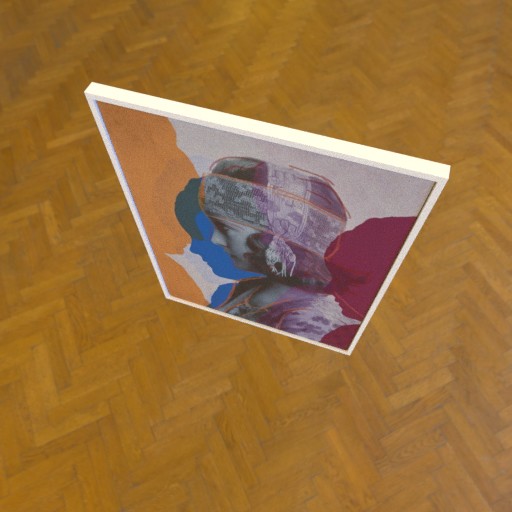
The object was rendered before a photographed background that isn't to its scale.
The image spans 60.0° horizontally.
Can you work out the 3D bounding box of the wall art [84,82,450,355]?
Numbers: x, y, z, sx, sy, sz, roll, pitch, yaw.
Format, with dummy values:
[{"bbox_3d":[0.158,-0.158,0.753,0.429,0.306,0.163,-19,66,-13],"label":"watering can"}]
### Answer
[{"bbox_3d":[0.000,0.000,1.378,0.795,1.050,0.039,16,60,9],"label":"wall art"}]
